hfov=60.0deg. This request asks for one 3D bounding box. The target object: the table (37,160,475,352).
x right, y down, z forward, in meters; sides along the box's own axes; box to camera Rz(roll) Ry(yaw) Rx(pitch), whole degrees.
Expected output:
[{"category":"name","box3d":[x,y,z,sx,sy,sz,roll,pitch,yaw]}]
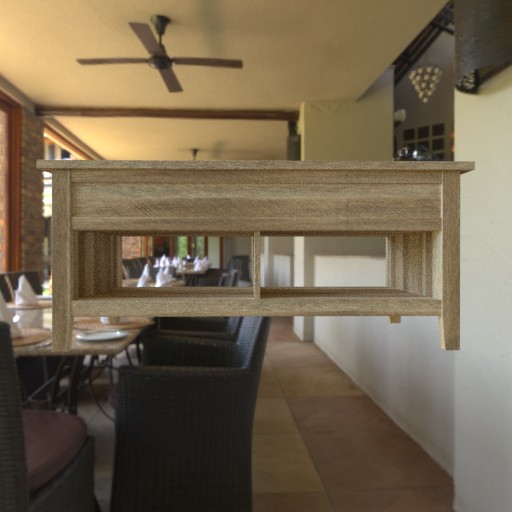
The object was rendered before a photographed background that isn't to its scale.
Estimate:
[{"category":"table","box3d":[0.000,0.000,1.354,1.095,0.480,0.493,0,0,-1]}]
